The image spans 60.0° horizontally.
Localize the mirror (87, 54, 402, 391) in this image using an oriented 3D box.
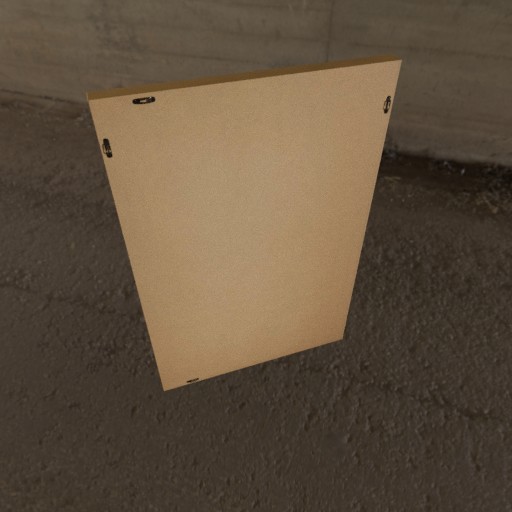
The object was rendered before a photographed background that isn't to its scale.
[{"bbox_3d":[0.000,0.000,1.137,0.609,0.915,0.041,-13,44,-14],"label":"mirror"}]
